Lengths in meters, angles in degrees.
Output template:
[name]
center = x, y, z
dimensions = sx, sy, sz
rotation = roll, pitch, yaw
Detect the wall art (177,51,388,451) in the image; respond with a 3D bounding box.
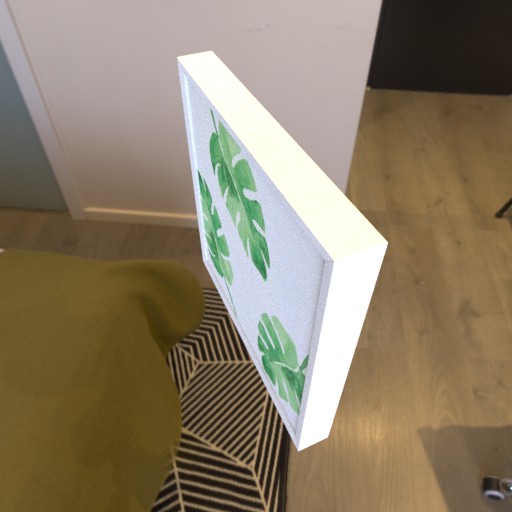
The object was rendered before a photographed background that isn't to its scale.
[wall art]
center = 0.000, 0.000, 0.467
dimensions = 0.038, 0.305, 0.305
rotation = -18, 50, -16
